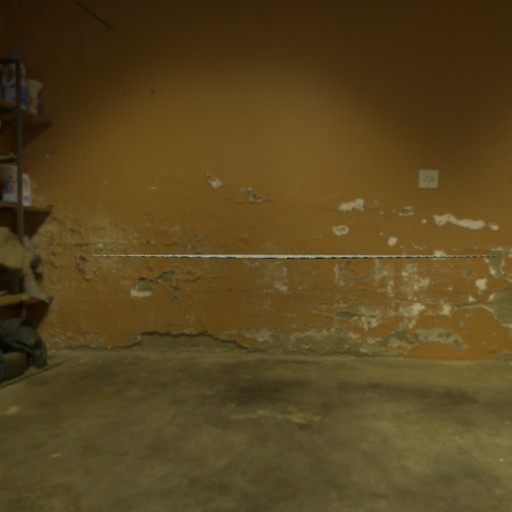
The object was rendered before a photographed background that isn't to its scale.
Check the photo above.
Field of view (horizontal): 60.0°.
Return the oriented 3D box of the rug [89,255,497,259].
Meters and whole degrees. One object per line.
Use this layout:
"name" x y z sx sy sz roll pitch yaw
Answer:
"rug" 0.000 0.000 2.995 1.531 0.008 2.439 0 0 -36
